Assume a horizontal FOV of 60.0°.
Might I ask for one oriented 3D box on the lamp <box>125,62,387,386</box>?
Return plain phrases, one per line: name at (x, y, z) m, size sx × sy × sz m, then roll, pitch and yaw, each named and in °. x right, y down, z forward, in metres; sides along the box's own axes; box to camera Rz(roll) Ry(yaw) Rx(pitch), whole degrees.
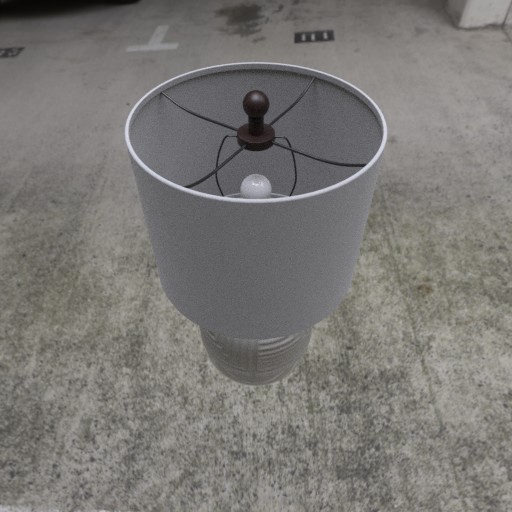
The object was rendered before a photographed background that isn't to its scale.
lamp at (0.000, 0.000, 0.728) m, size 0.318 × 0.567 × 0.318 m, roll 0°, pitch 47°, yaw 0°
